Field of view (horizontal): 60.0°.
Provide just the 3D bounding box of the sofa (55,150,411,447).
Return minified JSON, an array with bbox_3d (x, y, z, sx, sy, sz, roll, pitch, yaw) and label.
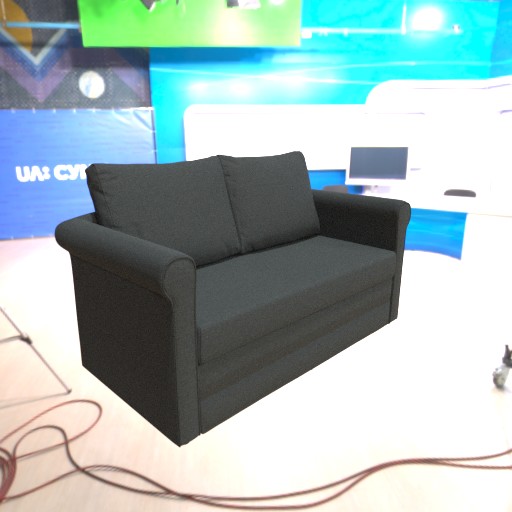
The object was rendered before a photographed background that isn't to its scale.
[{"bbox_3d":[0.000,0.000,1.996,1.460,0.872,0.741,-16,22,-42],"label":"sofa"}]
